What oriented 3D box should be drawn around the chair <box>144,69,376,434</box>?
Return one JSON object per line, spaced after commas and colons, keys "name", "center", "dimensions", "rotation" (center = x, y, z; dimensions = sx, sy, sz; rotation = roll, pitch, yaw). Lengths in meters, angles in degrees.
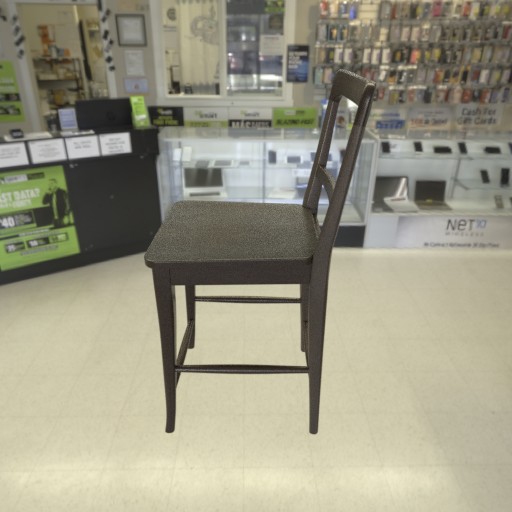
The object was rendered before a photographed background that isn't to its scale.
{"name": "chair", "center": [0.000, 0.000, 1.301], "dimensions": [0.546, 0.991, 0.450], "rotation": [1, 26, 1]}
